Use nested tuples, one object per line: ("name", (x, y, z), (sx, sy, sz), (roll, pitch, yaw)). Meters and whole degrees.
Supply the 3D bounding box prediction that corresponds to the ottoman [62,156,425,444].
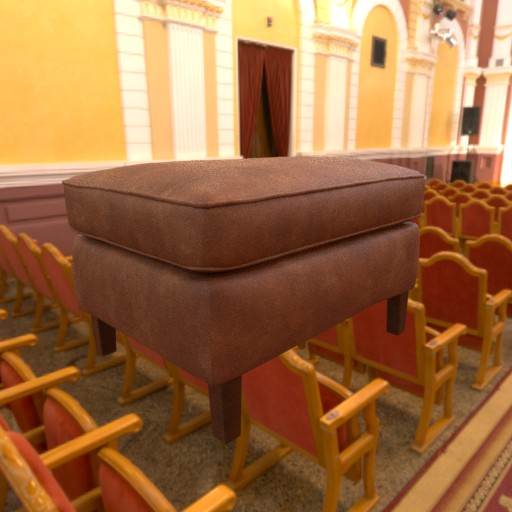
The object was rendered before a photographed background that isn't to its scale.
("ottoman", (0.000, 0.000, 0.985), (0.665, 0.418, 0.501), (-15, 21, -43))
